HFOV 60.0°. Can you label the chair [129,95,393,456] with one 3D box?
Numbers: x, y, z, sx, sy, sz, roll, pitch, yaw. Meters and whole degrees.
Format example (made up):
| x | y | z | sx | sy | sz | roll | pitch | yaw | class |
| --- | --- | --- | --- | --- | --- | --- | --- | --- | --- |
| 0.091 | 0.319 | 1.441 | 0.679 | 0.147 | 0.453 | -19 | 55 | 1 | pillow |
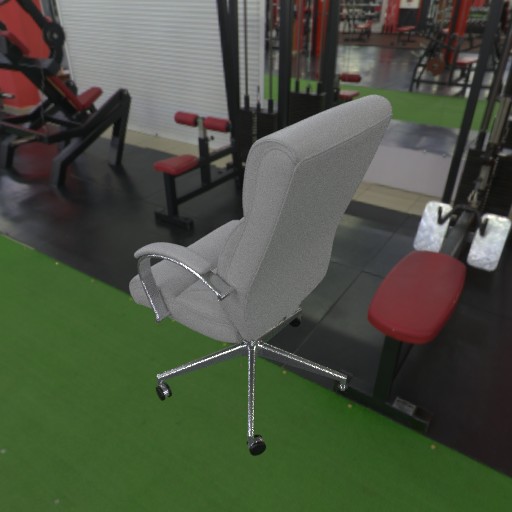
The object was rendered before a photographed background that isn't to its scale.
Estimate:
| x | y | z | sx | sy | sz | roll | pitch | yaw | class |
| --- | --- | --- | --- | --- | --- | --- | --- | --- | --- |
| 0.000 | 0.000 | 1.571 | 0.745 | 1.099 | 0.727 | 21 | 37 | 30 | chair |
